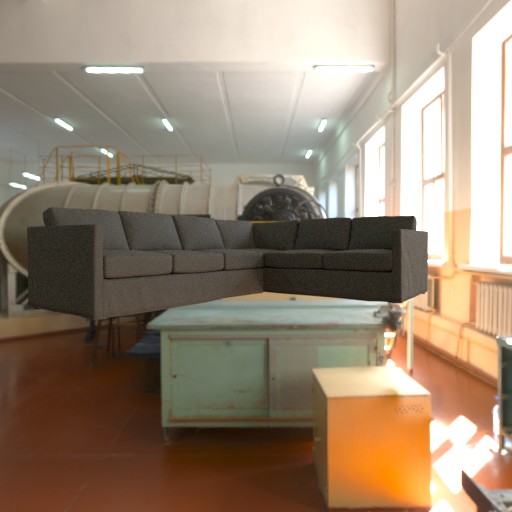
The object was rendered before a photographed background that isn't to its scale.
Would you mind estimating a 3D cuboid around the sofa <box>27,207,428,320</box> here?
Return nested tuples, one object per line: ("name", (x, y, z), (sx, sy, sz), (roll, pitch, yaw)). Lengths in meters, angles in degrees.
("sofa", (0.000, 0.000, 4.267), (2.432, 0.871, 3.182), (1, 2, 35))
